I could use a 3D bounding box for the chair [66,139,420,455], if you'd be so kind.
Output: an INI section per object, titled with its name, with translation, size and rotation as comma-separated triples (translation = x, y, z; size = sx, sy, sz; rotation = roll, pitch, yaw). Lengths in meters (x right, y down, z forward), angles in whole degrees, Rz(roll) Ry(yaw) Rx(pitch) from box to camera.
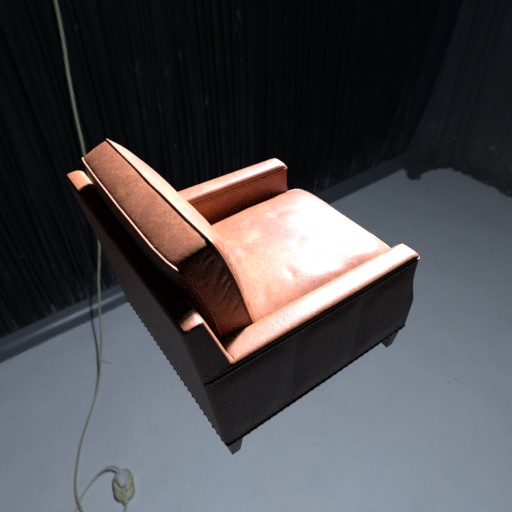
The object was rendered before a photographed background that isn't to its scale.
[chair]
translation = 0.000, 0.000, 1.700
size = 1.014, 0.943, 0.853
rotation = -25, 48, -26
